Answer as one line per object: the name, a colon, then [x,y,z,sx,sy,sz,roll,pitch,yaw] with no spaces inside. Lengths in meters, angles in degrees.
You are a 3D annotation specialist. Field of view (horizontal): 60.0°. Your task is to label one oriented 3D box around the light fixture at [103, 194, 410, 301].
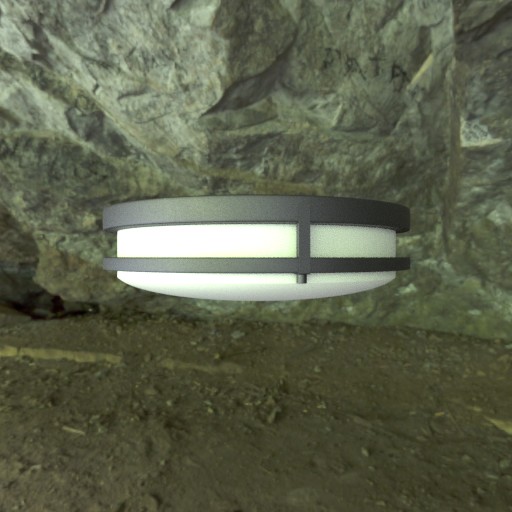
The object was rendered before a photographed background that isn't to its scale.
light fixture: [0.000,0.000,0.541,0.356,0.102,0.356,0,0,0]
